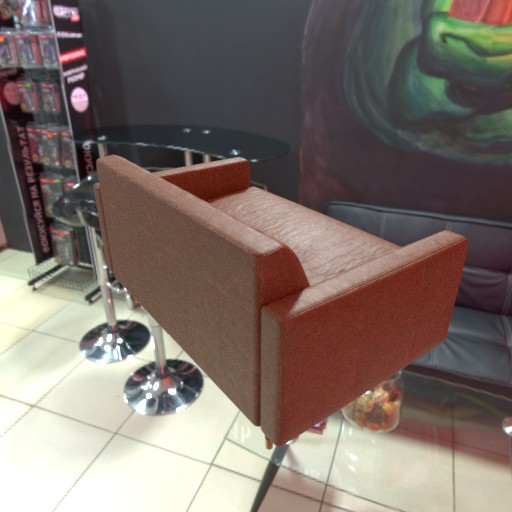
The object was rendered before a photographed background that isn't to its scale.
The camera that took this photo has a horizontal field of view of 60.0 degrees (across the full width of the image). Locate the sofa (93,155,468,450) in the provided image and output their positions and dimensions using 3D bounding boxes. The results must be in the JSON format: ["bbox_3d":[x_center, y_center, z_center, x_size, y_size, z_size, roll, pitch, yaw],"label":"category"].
[{"bbox_3d":[0.000,0.000,2.082,0.960,0.820,1.549,-19,32,-32],"label":"sofa"}]
